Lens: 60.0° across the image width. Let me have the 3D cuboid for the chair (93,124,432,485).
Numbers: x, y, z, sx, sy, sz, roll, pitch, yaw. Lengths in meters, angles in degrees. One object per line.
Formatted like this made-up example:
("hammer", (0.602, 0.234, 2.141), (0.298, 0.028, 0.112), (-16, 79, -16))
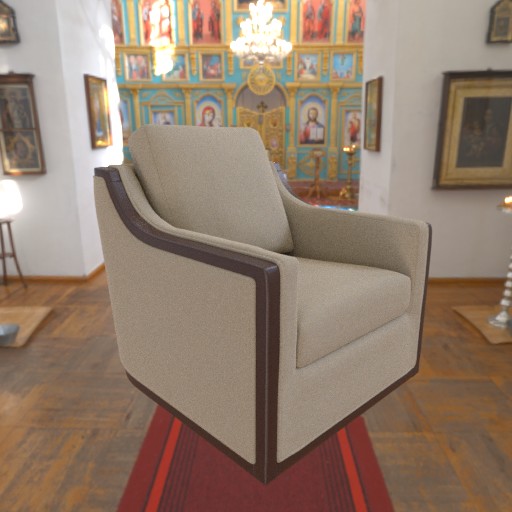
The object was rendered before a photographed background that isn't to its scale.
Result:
("chair", (0.000, 0.000, 1.626), (0.870, 0.930, 0.950), (-13, 20, -42))
